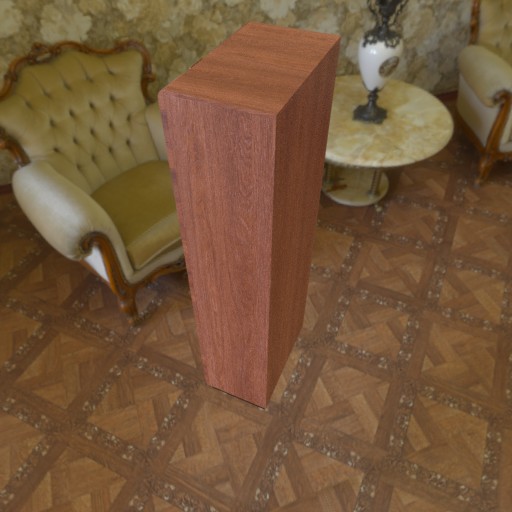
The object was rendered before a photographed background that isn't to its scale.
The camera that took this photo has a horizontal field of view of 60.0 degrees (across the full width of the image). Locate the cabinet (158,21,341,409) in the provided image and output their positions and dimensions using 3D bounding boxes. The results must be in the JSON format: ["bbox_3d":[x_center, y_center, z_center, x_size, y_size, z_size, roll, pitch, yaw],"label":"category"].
[{"bbox_3d":[0.000,0.000,2.258,0.420,1.980,0.660,18,49,16],"label":"cabinet"}]
